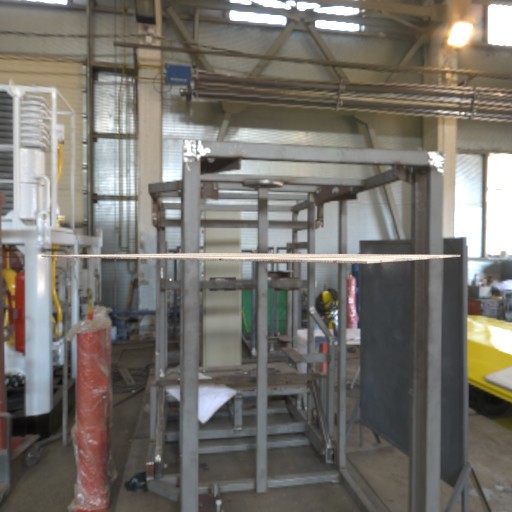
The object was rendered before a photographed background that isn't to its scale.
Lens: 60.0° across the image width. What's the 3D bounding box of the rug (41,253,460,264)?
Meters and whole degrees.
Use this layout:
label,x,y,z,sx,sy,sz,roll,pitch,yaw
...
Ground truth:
label,x,y,z,sx,sy,sz,roll,pitch,yaw
rug,0.000,0.000,3.973,2.959,0.016,2.317,1,1,35
